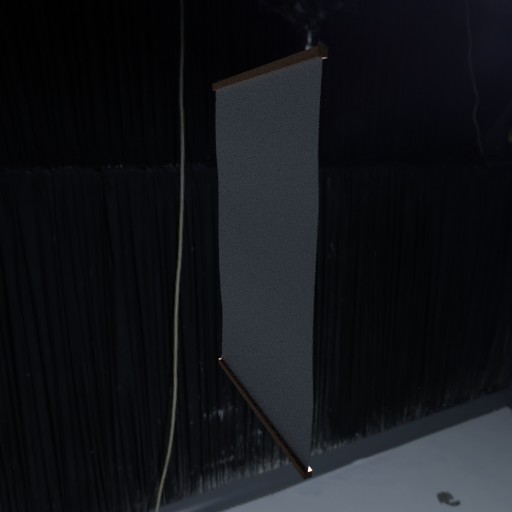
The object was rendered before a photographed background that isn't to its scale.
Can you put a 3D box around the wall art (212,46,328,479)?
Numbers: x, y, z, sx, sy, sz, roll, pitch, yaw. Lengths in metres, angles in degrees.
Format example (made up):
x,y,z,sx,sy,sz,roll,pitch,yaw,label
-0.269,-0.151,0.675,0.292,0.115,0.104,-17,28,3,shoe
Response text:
x,y,z,sx,sy,sz,roll,pitch,yaw,label
0.000,0.000,0.650,0.012,0.508,0.332,-6,16,-23,wall art
